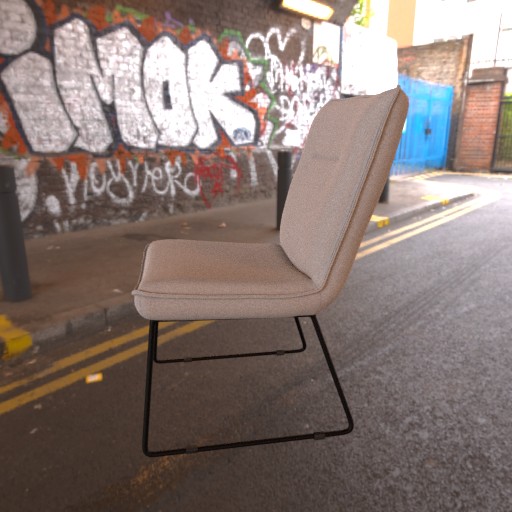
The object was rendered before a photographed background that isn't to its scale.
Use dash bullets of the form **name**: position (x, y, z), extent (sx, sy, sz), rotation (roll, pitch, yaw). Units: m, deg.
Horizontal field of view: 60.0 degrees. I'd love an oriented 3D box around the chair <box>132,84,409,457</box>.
- **chair**: position (0.000, 0.000, 1.325), extent (0.688, 0.930, 0.515), rotation (-3, 15, -9)
